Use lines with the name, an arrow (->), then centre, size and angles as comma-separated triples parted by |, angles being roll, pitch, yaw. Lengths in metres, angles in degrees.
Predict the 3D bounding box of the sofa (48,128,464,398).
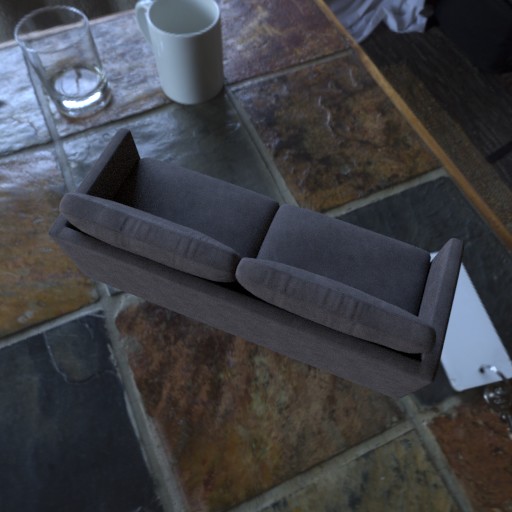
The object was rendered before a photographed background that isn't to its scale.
sofa -> 0.000, 0.000, 2.963 | 2.434, 0.965, 0.951 | 20, 66, 9
